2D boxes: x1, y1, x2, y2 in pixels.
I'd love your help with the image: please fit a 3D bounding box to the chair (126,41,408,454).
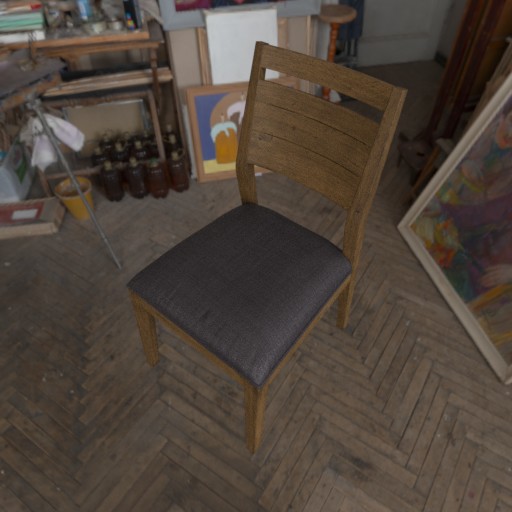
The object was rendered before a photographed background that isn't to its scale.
[{"bbox_3d":[0.000,0.000,1.278,0.501,0.939,0.610,31,54,26],"label":"chair"}]
